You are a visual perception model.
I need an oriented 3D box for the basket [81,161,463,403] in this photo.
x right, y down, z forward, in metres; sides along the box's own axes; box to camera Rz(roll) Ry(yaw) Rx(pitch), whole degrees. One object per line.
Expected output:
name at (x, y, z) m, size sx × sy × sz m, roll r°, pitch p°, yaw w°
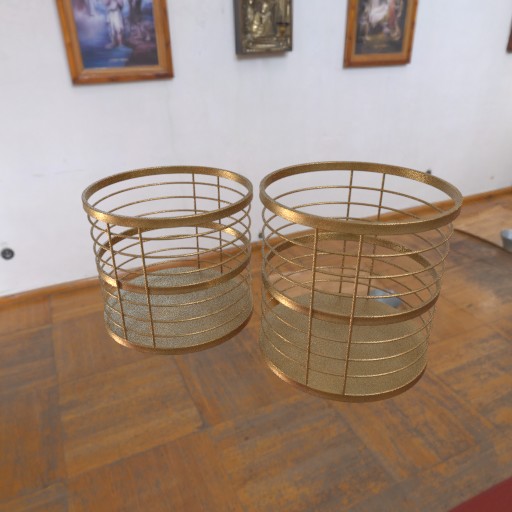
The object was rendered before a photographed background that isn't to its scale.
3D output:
basket at (0.000, 0.000, 0.942) m, size 0.746 × 0.351 × 0.356 m, roll 9°, pitch 28°, yaw 18°
